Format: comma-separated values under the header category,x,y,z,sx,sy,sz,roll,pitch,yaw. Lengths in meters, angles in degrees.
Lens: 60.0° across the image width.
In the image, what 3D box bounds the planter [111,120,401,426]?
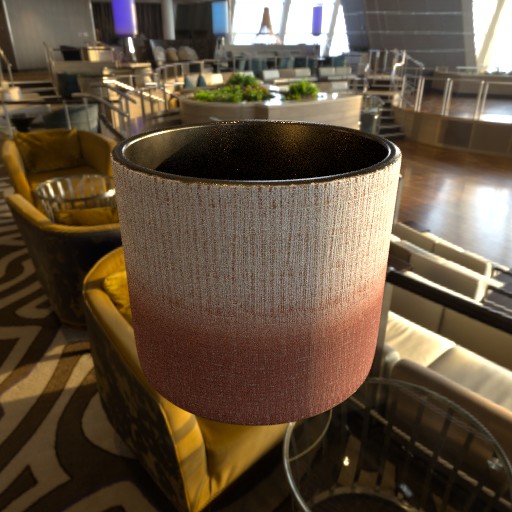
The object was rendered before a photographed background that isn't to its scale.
category,x,y,z,sx,sy,sz,roll,pitch,yaw
planter,0.000,0.000,0.311,0.178,0.157,0.178,0,26,0
